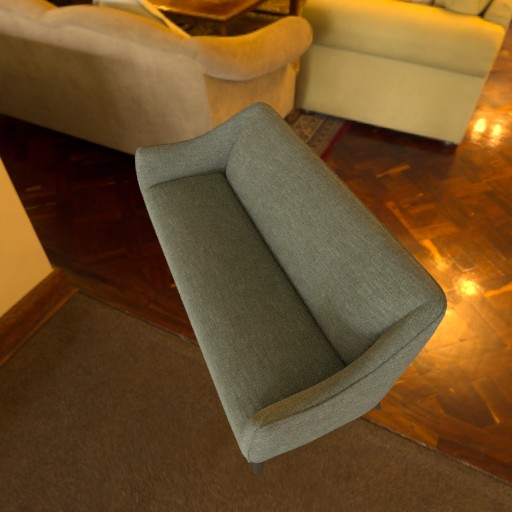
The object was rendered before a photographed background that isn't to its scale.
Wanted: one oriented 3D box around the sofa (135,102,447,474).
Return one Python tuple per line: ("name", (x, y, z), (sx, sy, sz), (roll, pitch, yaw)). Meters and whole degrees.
("sofa", (0.000, 0.000, 2.346), (0.867, 0.829, 1.928), (-16, 47, -16))
